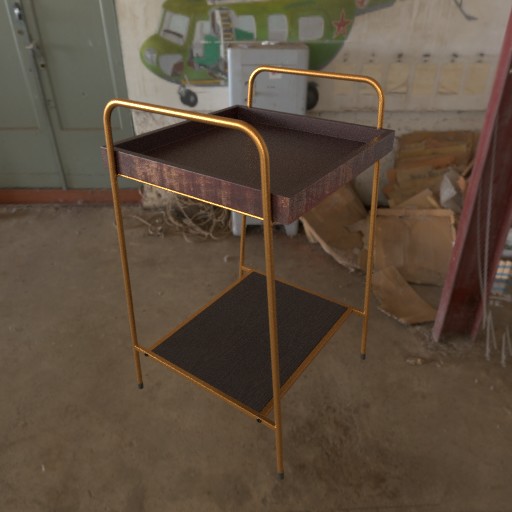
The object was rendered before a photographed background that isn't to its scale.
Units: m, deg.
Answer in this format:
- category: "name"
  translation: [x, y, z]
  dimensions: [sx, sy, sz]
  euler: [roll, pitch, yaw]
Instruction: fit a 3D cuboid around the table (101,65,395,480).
- category: "table"
  translation: [0.000, 0.000, 0.974]
  dimensions: [0.430, 0.710, 0.430]
  euler: [20, 37, 29]
